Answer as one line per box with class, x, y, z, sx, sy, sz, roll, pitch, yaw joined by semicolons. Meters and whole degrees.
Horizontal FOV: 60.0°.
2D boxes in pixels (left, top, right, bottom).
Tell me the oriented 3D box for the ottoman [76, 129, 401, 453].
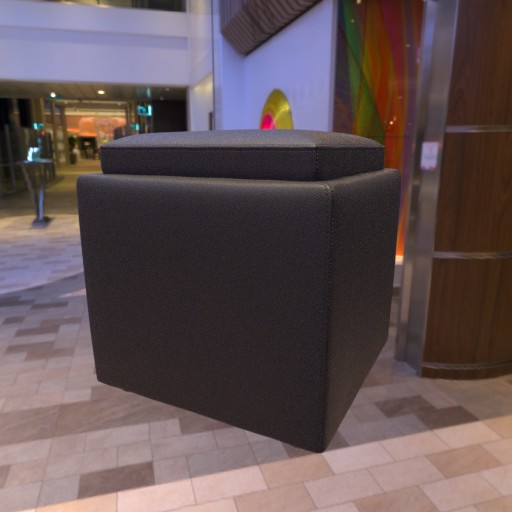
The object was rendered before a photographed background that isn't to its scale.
ottoman;0.000;0.000;0.843;0.450;0.460;0.451;7;16;27
